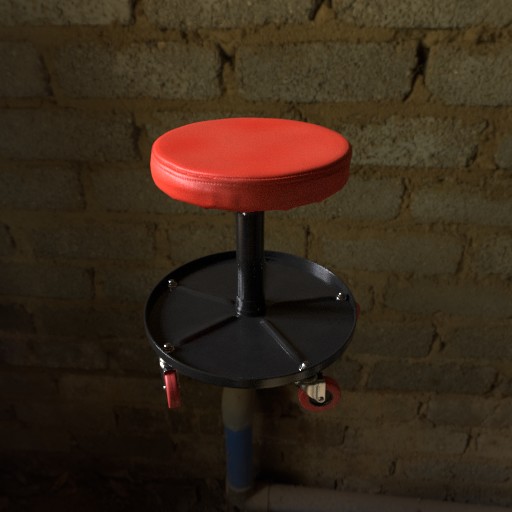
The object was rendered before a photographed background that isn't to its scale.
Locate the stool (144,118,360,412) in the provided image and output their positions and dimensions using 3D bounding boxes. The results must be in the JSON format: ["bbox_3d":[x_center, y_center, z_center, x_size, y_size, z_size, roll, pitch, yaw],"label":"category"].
[{"bbox_3d":[0.000,0.000,0.693,0.382,0.365,0.381,-19,35,-29],"label":"stool"}]
